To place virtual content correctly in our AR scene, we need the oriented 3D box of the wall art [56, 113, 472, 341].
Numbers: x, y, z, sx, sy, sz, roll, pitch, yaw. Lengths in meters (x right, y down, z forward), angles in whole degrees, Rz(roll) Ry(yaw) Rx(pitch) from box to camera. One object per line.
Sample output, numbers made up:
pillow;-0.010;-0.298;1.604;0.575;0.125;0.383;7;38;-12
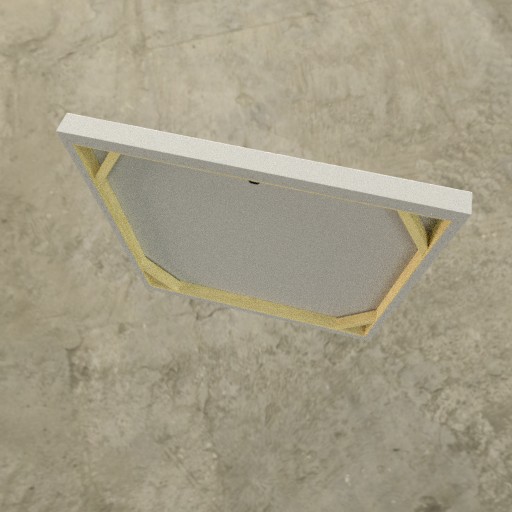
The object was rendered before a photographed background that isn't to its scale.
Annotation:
wall art;0.000;0.000;0.912;0.610;0.610;0.038;13;64;6
